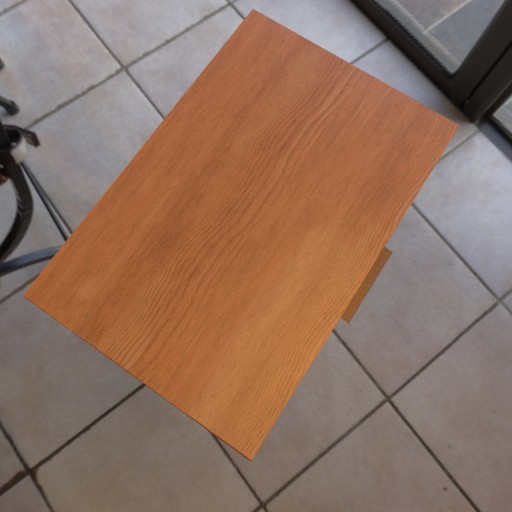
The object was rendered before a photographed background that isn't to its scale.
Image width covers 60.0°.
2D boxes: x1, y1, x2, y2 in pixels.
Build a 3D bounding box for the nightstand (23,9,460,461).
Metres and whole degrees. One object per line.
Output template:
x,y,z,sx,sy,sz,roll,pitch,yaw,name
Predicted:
0.000,0.000,0.989,0.427,0.615,0.613,33,79,8,nightstand
